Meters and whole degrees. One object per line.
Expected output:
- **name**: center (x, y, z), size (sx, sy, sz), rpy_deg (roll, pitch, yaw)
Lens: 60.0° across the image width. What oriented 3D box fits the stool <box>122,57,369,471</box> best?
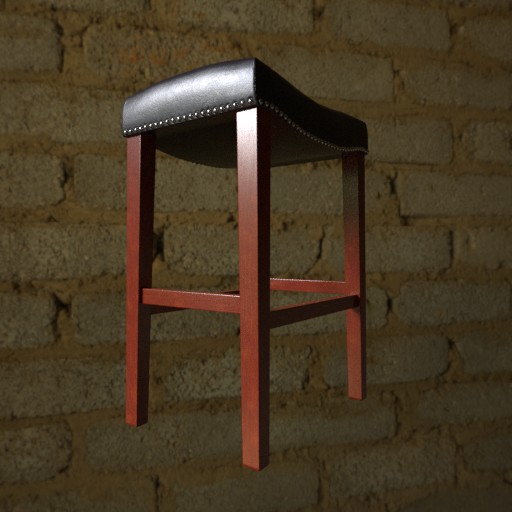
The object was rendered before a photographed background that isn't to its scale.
- **stool**: center (0.000, 0.000, 1.062), size (0.372, 0.742, 0.504), rpy_deg (1, 1, 36)
